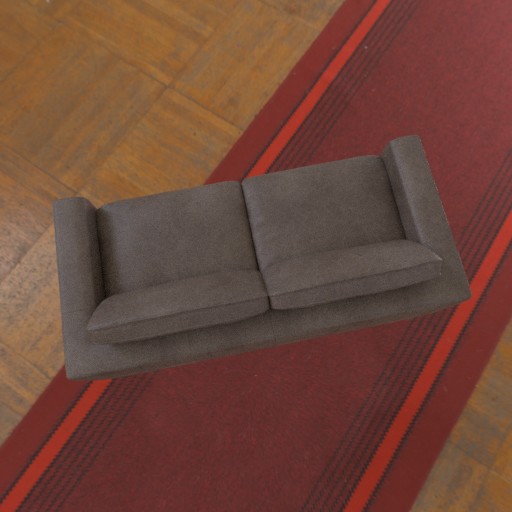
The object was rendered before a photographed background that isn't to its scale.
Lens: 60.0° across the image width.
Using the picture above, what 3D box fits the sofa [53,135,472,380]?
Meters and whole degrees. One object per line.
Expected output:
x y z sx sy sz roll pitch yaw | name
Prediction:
0.000 0.000 2.688 2.262 0.801 1.070 -11 75 -3 | sofa
